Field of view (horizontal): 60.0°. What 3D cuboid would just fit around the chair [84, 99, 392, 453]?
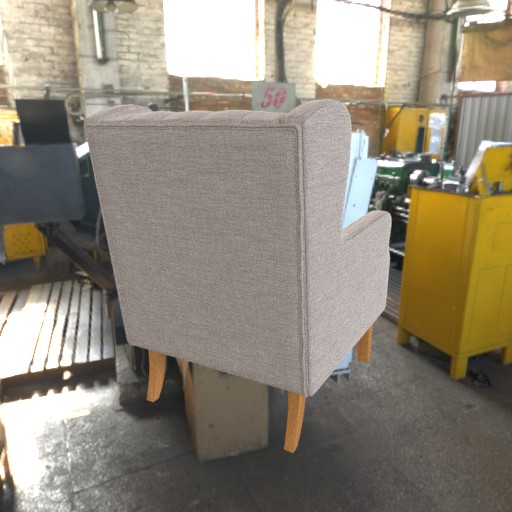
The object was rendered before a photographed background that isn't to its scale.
[{"bbox_3d":[0.000,0.000,1.442,0.710,0.930,0.760,9,19,27],"label":"chair"}]
